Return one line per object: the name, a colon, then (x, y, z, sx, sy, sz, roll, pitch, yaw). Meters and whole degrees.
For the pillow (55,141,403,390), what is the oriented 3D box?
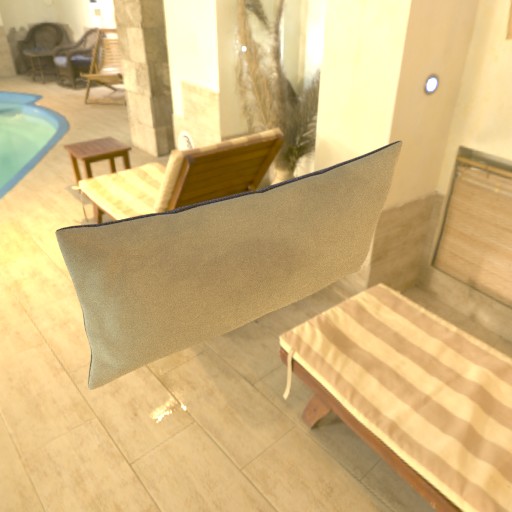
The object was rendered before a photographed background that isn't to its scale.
pillow: (0.000, 0.000, 0.752, 0.608, 0.305, 0.156, -20, 37, -29)
